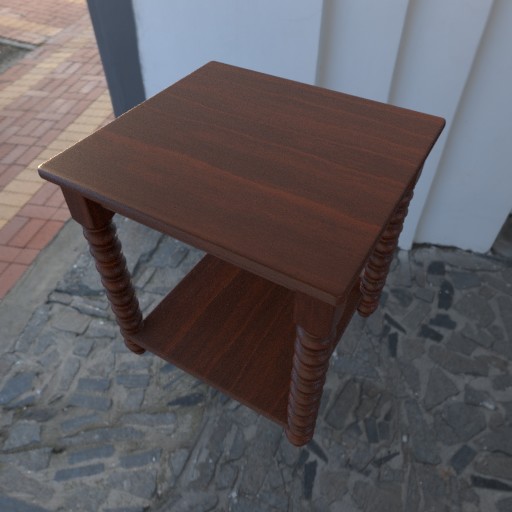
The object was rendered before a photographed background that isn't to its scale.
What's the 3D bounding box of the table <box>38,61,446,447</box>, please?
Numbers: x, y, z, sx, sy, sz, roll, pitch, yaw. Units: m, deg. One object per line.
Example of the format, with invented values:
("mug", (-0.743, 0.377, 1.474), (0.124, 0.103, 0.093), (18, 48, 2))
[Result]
("table", (0.000, 0.000, 0.968), (0.533, 0.567, 0.500), (23, 50, 21))
